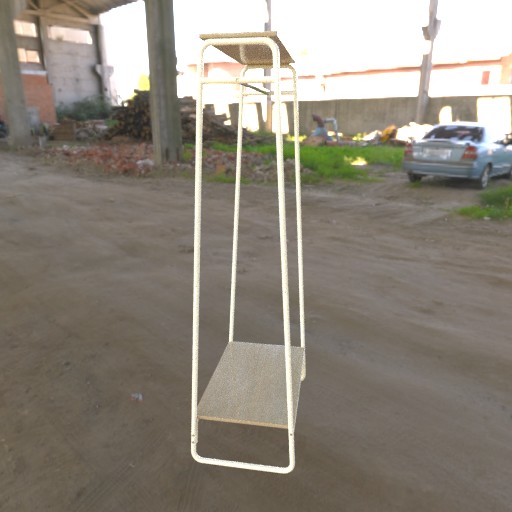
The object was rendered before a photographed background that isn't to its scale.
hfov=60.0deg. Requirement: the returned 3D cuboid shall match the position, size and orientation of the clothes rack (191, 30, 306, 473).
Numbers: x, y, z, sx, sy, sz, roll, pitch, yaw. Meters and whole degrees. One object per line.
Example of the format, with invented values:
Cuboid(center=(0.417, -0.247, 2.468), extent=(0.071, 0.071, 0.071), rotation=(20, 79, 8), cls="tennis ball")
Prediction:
Cuboid(center=(0.000, 0.000, 1.770), extent=(0.400, 1.512, 0.640), rotation=(3, 17, 9), cls="clothes rack")
